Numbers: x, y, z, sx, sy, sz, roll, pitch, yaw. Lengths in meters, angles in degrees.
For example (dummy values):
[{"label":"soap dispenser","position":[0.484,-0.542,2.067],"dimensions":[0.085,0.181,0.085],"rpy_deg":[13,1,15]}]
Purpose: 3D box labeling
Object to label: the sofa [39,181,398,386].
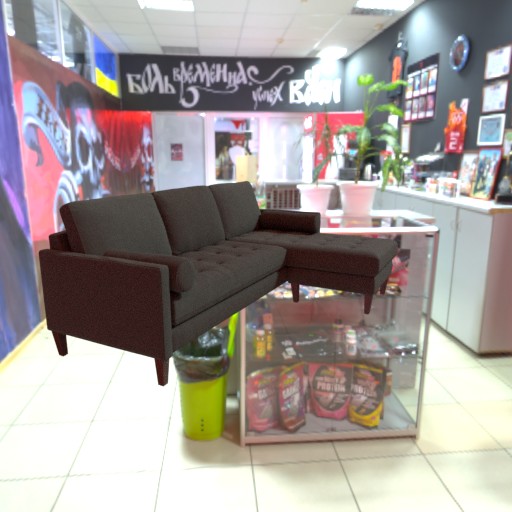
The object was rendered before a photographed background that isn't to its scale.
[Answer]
[{"label":"sofa","position":[0.000,0.000,2.990],"dimensions":[1.506,0.876,2.178],"rpy_deg":[7,15,27]}]
